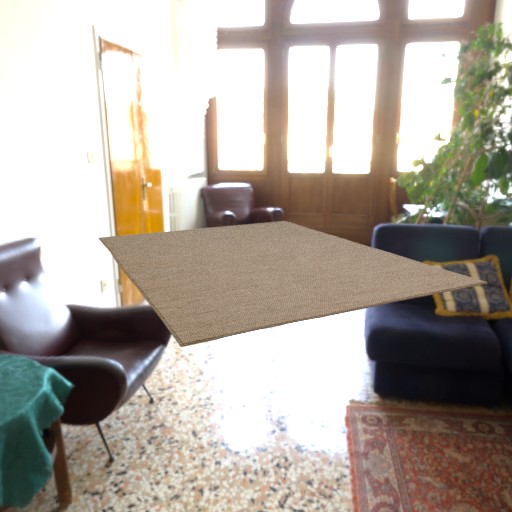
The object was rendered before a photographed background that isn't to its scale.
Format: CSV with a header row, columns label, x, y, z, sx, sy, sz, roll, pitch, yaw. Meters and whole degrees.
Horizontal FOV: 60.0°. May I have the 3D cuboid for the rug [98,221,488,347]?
label,x,y,z,sx,sy,sz,roll,pitch,yaw
rug,0.000,0.000,4.142,2.406,0.012,3.034,-7,16,-26
